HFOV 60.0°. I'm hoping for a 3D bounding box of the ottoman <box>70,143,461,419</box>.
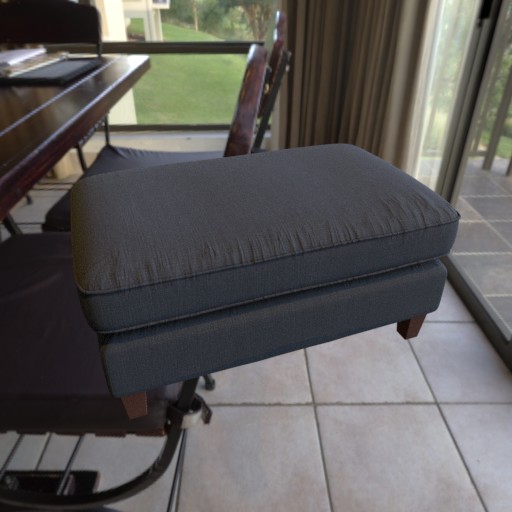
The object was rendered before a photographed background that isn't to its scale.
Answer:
[{"bbox_3d":[0.000,0.000,1.212,0.885,0.438,0.570,-11,34,-17],"label":"ottoman"}]
